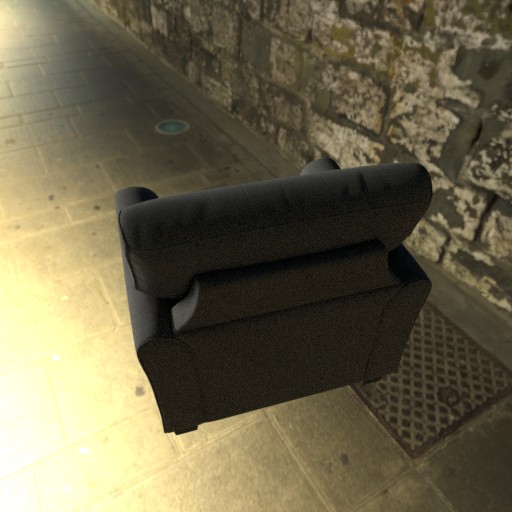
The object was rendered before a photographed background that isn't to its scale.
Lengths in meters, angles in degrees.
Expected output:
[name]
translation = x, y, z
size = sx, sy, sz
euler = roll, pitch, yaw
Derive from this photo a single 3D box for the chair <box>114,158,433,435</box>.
[chair]
translation = 0.000, 0.000, 1.632
size = 0.941, 0.890, 0.816
euler = -11, 42, -12
